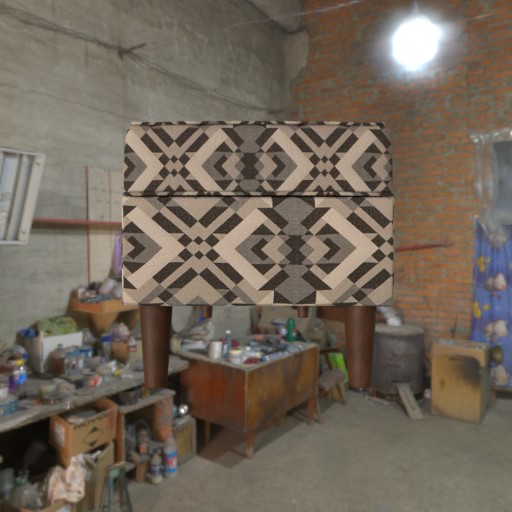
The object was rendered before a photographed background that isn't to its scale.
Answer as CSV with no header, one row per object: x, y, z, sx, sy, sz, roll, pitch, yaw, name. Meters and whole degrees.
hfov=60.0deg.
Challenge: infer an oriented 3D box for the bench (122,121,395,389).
0.000,0.000,1.272,0.492,0.477,1.016,0,0,-1,bench
